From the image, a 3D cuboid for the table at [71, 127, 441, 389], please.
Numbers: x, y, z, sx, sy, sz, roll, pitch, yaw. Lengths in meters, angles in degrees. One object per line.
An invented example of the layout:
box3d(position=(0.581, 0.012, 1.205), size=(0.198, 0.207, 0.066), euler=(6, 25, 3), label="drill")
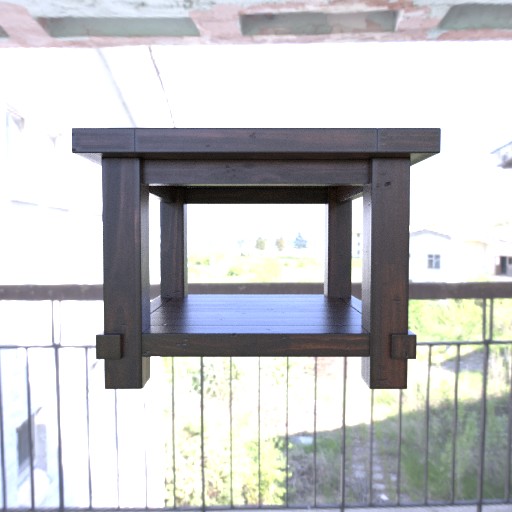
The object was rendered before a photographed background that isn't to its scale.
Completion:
box3d(position=(0.000, 0.000, 1.020), size=(0.593, 0.437, 0.606), euler=(0, 2, 0), label="table")
